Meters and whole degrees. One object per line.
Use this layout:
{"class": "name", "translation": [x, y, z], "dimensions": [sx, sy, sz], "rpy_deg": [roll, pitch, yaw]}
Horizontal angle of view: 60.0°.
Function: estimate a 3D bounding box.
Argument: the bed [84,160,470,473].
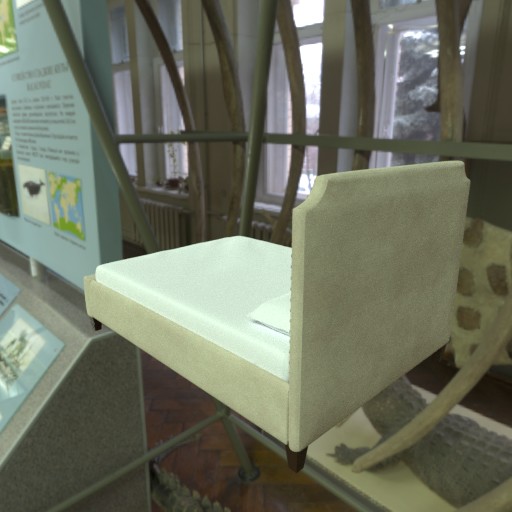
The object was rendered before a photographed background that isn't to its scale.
{"class": "bed", "translation": [0.000, 0.000, 3.306], "dimensions": [1.712, 1.443, 2.372], "rpy_deg": [-15, 21, -42]}
